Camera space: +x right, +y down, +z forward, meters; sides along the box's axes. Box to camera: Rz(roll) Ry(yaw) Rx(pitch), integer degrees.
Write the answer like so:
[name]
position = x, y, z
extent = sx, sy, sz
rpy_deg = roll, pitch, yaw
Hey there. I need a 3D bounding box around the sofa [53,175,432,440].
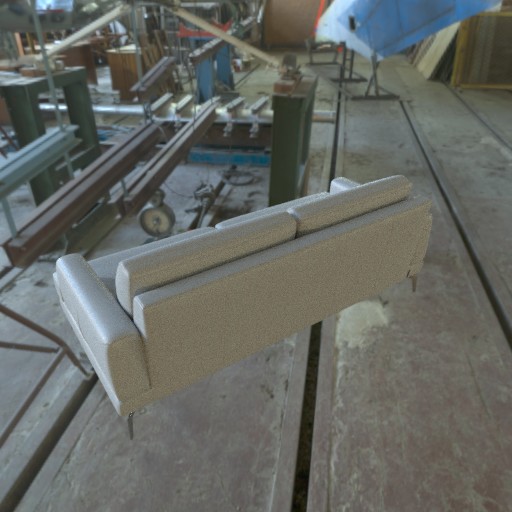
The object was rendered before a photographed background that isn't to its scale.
[sofa]
position = 0.000, 0.000, 2.433
extent = 1.940, 0.765, 0.974
rpy_deg = -20, 36, -30
